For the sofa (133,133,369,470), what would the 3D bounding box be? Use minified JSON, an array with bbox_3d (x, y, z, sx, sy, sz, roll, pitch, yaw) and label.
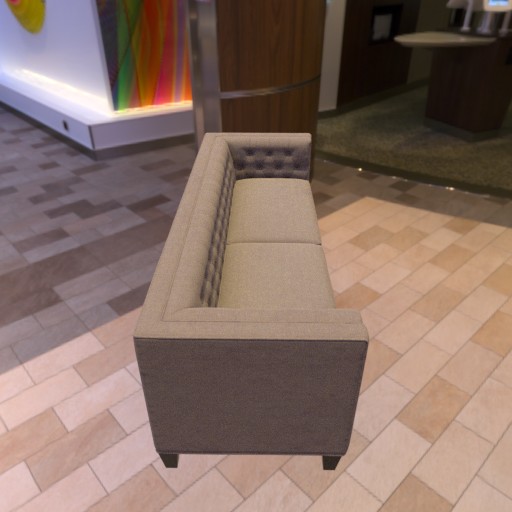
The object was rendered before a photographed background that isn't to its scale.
[{"bbox_3d":[0.000,0.000,2.528,0.775,0.762,2.159,0,33,1],"label":"sofa"}]
